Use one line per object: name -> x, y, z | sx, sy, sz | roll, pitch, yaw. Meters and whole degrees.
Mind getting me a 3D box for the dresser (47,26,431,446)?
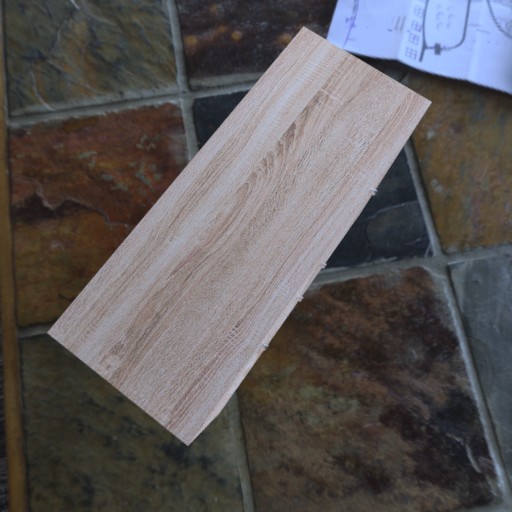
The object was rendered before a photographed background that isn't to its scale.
dresser -> 0.000, 0.000, 1.586 | 0.450, 0.900, 1.100 | 35, 78, 9
